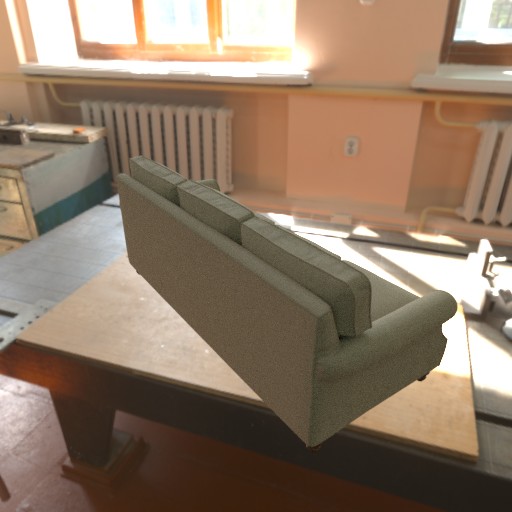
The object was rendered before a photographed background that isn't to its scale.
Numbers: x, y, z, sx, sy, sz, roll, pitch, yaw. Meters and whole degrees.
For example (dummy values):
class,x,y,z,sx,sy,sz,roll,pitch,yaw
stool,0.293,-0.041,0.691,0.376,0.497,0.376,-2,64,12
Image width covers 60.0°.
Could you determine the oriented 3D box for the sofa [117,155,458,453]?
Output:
class,x,y,z,sx,sy,sz,roll,pitch,yaw
sofa,0.000,0.000,2.812,0.966,0.948,2.354,-18,32,-31
